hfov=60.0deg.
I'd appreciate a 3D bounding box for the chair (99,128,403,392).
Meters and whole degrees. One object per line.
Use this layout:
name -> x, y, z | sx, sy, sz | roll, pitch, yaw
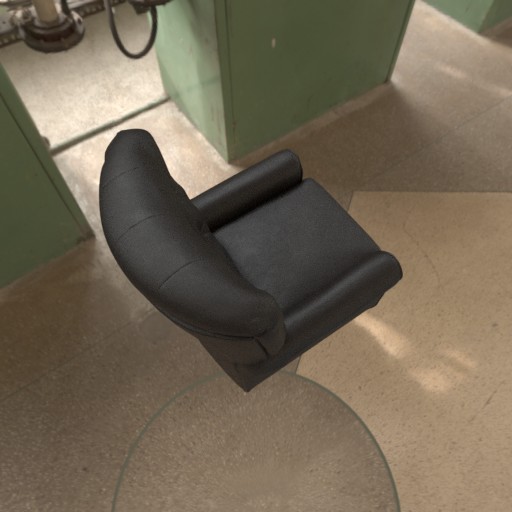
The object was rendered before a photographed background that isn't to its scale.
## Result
chair -> 0.000, 0.000, 1.954 | 1.058, 1.158, 0.948 | -30, 65, -16
